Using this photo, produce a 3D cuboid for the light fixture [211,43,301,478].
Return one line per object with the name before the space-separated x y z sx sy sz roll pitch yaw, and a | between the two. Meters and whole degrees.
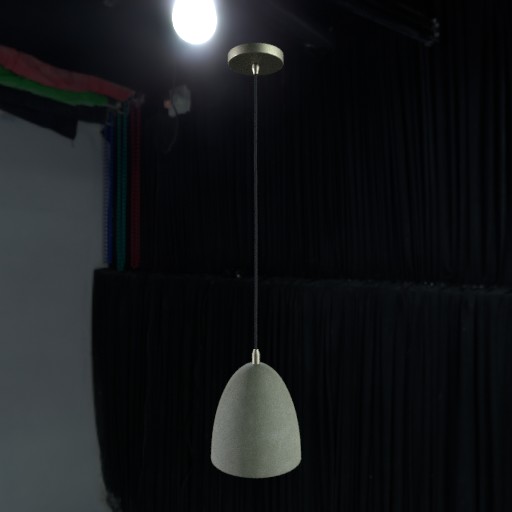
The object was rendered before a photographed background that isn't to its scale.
light fixture | 0.000 0.000 0.842 0.170 0.759 0.170 0 0 36
